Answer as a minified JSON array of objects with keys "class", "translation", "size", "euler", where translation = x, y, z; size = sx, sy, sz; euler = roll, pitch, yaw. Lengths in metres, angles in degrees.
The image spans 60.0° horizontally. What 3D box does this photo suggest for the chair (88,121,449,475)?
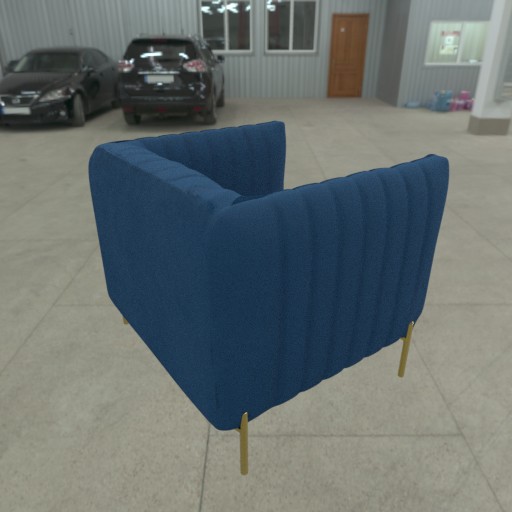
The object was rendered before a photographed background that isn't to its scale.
[{"class":"chair","translation":[0.000,0.000,1.596],"size":[0.877,0.793,0.947],"euler":[-17,31,-32]}]
